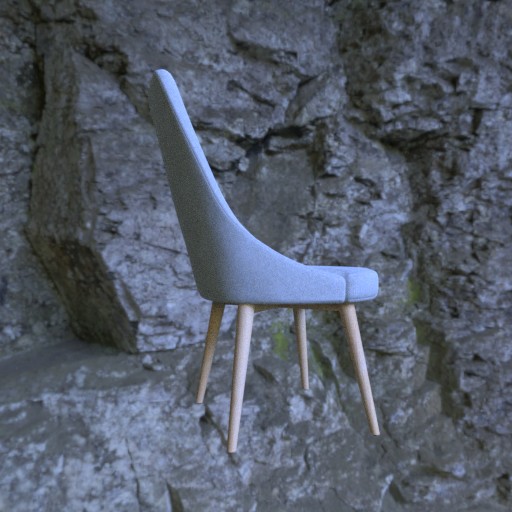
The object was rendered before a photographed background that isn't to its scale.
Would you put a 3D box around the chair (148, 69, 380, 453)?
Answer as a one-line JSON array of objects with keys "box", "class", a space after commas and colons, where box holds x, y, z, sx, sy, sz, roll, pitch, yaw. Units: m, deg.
[{"box": [0.000, 0.000, 1.412, 0.660, 1.040, 0.510, 0, 0, -19], "class": "chair"}]
